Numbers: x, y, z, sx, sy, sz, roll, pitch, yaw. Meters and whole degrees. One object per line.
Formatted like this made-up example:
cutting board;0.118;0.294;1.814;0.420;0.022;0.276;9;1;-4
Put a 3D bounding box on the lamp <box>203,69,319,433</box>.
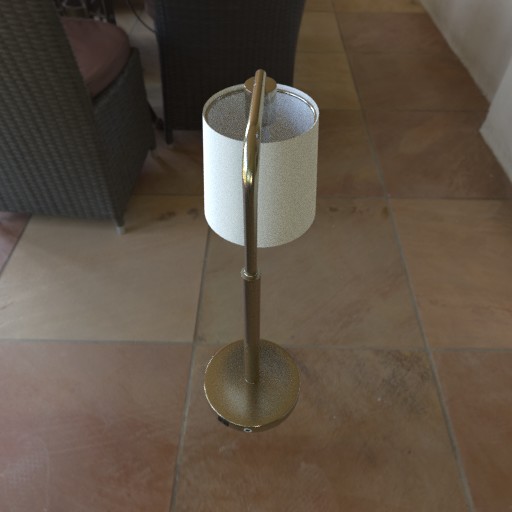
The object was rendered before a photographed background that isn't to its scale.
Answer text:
lamp;0.000;0.000;0.651;0.171;0.489;0.333;3;47;3
